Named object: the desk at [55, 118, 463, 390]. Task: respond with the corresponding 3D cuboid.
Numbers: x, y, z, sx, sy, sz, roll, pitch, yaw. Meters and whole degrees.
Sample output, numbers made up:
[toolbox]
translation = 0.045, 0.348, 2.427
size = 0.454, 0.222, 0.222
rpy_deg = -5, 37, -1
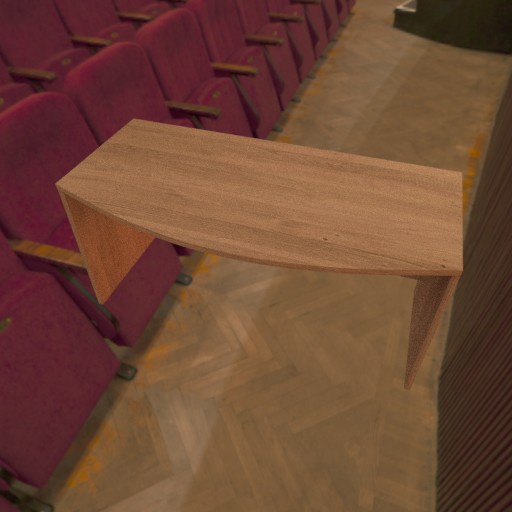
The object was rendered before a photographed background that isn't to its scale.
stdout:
[desk]
translation = 0.000, 0.000, 2.068
size = 1.600, 0.752, 0.802
rpy_deg = 13, 44, 14
